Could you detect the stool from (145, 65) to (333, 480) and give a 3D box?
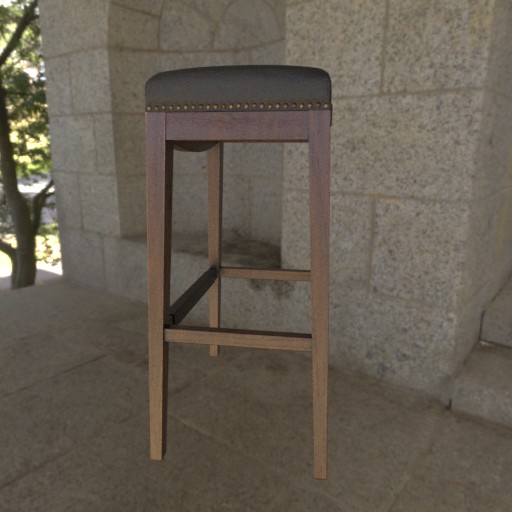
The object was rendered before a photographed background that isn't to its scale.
[{"bbox_3d":[0.000,0.000,1.037,0.361,0.765,0.500,2,14,9],"label":"stool"}]
